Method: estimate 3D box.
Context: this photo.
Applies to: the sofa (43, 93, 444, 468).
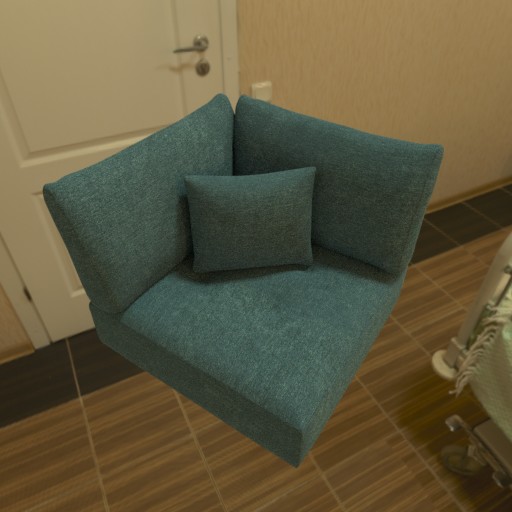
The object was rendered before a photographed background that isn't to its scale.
[{"bbox_3d":[0.000,0.000,1.730,1.000,0.820,1.000,24,46,25],"label":"sofa"}]
